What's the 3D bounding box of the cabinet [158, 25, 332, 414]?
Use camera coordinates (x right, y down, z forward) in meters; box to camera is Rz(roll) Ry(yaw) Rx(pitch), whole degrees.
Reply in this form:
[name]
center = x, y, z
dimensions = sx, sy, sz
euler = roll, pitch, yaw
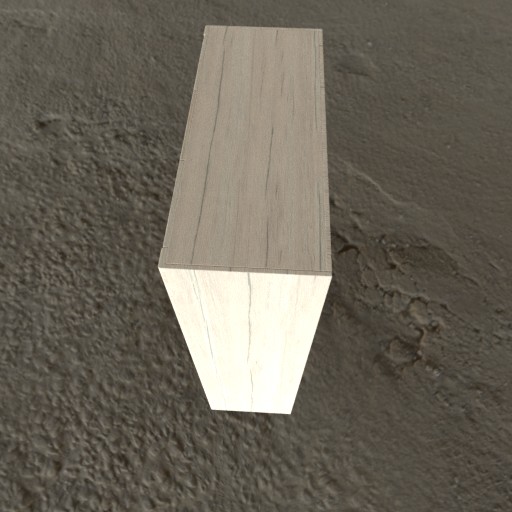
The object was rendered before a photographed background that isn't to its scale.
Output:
[cabinet]
center = 0.000, 0.000, 2.716
dimensions = 0.580, 2.070, 1.400
euler = 3, 59, 2
